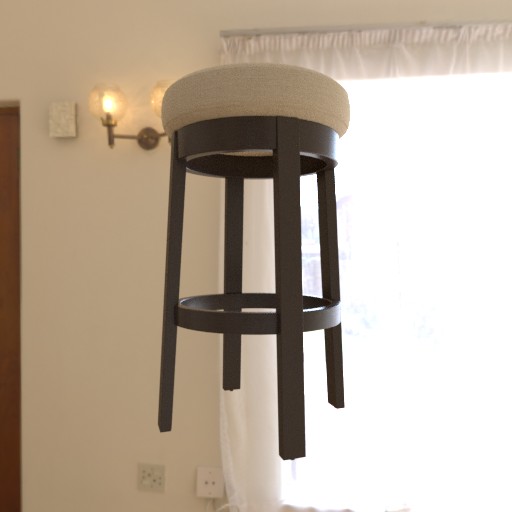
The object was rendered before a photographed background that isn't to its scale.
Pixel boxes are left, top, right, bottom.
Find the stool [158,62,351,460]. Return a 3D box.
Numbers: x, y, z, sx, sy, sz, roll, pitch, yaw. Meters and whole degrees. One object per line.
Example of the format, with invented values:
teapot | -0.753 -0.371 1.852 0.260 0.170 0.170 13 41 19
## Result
stool | 0.000 0.000 1.029 0.446 0.758 0.446 0 1 0
